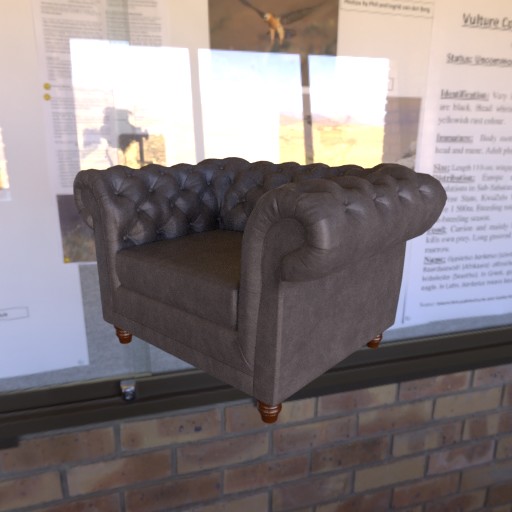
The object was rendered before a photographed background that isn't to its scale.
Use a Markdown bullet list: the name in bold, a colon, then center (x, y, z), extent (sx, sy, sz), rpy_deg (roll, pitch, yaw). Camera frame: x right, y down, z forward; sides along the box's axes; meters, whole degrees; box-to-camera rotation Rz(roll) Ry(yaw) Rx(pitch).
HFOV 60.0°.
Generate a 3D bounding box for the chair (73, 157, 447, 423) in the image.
- **chair**: center (0.000, 0.000, 1.879), extent (1.298, 0.780, 0.943), rpy_deg (13, 20, 40)
